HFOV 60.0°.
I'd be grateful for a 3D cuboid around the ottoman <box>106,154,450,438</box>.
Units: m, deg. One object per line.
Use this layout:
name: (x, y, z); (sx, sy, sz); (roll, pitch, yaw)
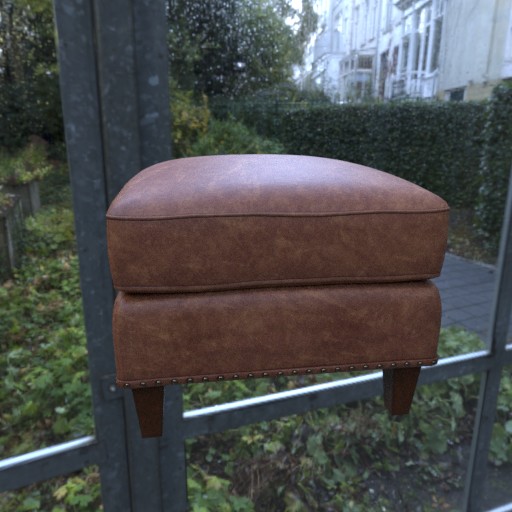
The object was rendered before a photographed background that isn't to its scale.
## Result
ottoman: (0.000, 0.000, 1.095); (0.586, 0.486, 0.742); (-2, 15, -8)
